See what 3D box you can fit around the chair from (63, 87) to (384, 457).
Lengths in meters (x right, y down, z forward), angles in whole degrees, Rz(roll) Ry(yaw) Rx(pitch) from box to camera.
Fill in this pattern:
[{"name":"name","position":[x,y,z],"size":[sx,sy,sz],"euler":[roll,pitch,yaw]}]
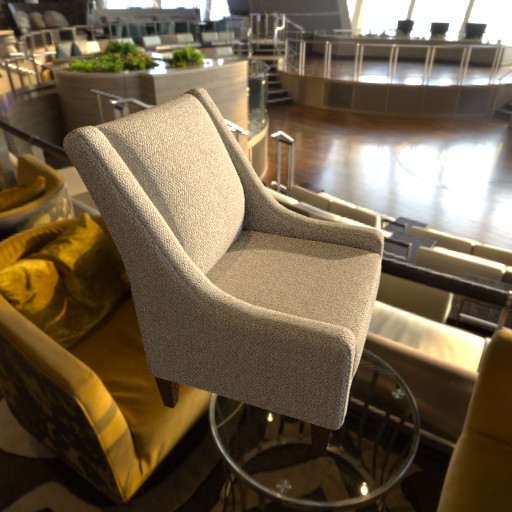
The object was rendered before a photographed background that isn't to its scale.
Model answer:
[{"name":"chair","position":[0.000,0.000,1.616],"size":[0.870,1.014,0.774],"euler":[11,32,18]}]
